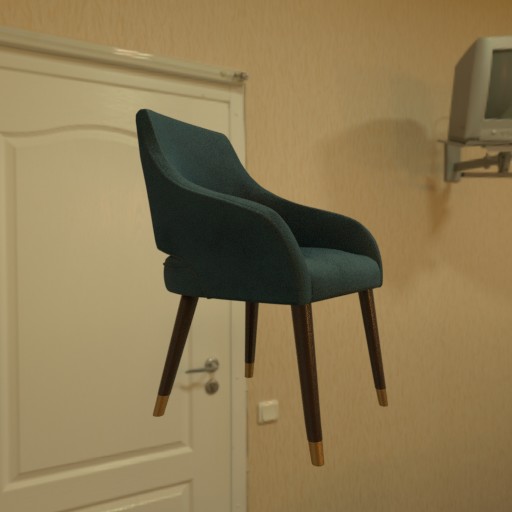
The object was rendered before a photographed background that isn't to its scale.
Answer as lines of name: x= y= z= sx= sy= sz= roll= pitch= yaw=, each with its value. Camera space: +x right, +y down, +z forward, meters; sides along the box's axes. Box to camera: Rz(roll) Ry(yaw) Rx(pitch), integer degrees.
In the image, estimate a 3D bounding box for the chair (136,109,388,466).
chair: x=0.000 y=0.000 z=1.594 sx=0.794 sy=1.081 sz=0.683 roll=1 pitch=2 yaw=35
